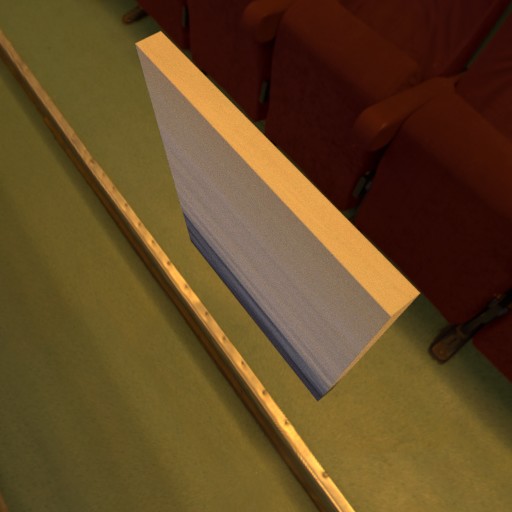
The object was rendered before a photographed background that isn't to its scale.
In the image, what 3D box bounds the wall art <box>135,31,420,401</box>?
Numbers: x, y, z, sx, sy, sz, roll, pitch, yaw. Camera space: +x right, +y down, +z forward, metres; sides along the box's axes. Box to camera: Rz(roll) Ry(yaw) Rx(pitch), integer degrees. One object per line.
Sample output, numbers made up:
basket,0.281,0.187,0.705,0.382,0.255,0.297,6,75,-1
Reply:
wall art,0.000,0.000,0.695,0.037,0.511,0.435,-34,69,-15
